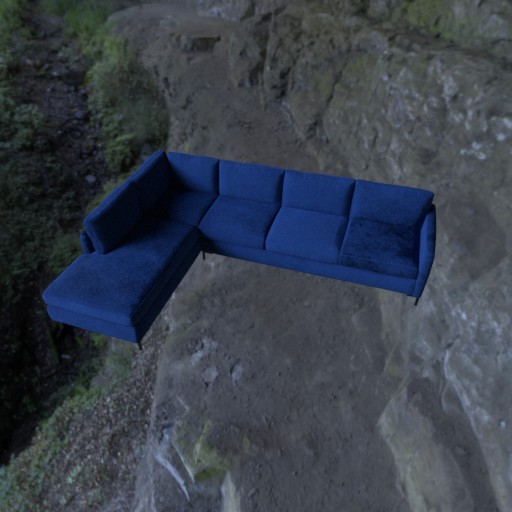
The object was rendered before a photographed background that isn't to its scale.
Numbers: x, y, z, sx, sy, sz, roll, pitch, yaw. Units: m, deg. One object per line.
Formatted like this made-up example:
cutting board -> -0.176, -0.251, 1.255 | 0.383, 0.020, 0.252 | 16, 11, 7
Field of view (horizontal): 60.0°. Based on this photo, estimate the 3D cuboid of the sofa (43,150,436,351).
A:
sofa -> 0.000, 0.000, 3.869 | 2.949, 0.815, 2.007 | 11, 41, 14
